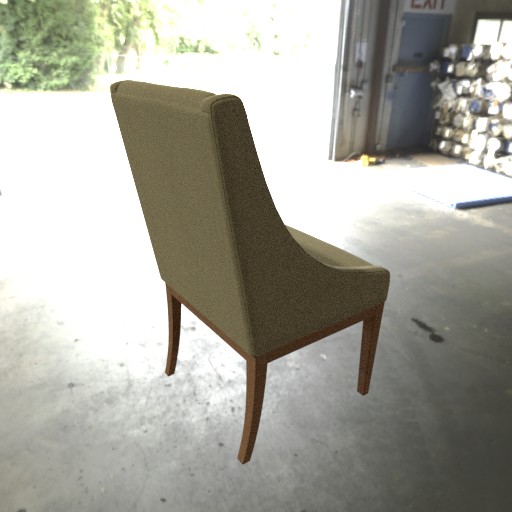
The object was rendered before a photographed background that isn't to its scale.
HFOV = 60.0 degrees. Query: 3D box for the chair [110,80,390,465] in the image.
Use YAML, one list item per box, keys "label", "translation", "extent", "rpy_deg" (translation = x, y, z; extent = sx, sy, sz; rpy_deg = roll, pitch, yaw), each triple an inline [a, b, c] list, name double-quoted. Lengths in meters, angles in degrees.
- label: "chair"
  translation: [0.000, 0.000, 1.381]
  extent: [0.611, 1.021, 0.575]
  rpy_deg: [-18, 31, -33]
